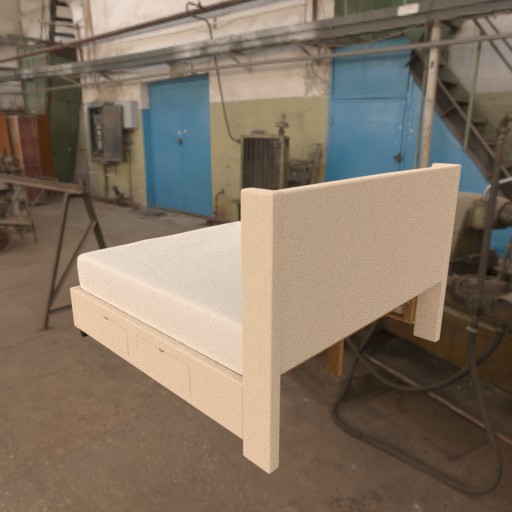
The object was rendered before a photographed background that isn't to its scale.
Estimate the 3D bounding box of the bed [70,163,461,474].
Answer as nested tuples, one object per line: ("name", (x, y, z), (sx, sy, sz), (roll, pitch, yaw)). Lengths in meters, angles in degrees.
("bed", (0.000, 0.000, 3.593), (2.293, 1.471, 2.145), (15, 22, 42))
